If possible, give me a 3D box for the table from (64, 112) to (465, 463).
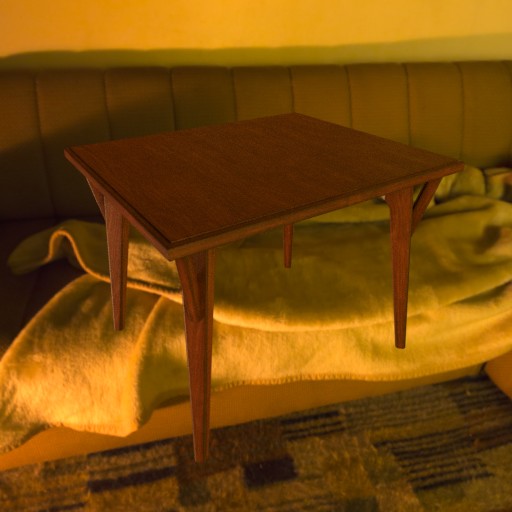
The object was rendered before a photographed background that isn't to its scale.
[{"bbox_3d":[0.000,0.000,1.612,0.991,0.761,0.838,-19,35,-29],"label":"table"}]
